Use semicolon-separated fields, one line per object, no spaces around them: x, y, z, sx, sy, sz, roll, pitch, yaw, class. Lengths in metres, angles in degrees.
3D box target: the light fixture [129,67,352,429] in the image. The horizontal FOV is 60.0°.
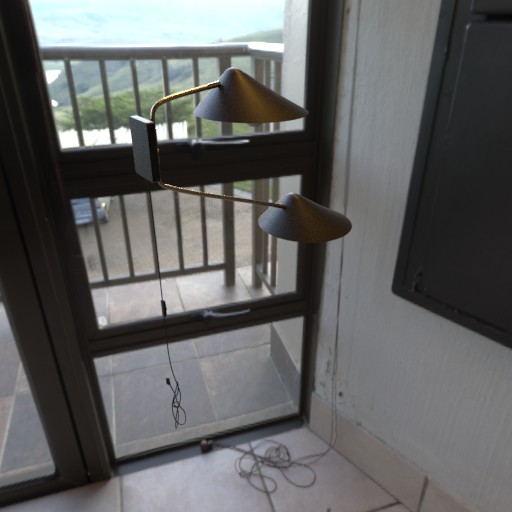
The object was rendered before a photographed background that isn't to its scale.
0.000;0.000;0.842;0.422;0.665;0.189;-18;33;-31;light fixture
